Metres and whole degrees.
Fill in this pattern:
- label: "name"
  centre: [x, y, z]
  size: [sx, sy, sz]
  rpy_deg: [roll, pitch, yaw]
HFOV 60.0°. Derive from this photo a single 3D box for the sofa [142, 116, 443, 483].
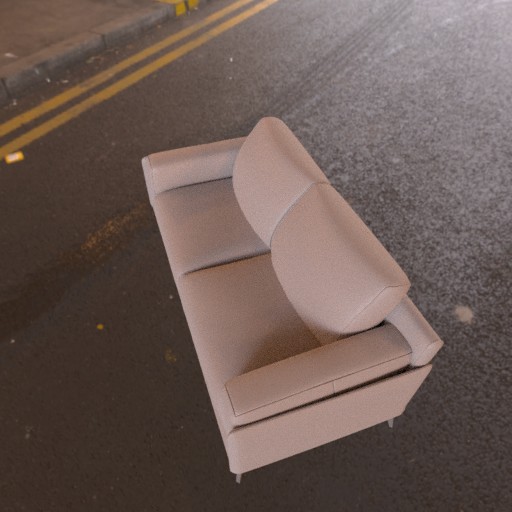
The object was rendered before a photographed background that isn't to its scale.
- label: "sofa"
  centre: [0.000, 0.000, 2.595]
  size: [1.049, 0.930, 2.101]
  rpy_deg: [-14, 47, -14]
